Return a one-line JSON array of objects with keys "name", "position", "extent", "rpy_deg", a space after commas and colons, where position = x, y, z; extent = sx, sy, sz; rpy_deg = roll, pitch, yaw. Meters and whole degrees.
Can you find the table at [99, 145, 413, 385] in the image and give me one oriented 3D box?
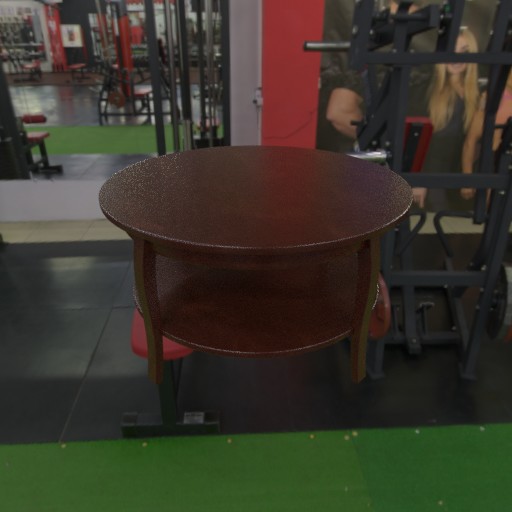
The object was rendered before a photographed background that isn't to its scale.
[{"name": "table", "position": [0.000, 0.000, 1.459], "extent": [0.911, 0.512, 0.911], "rpy_deg": [0, 27, 0]}]
